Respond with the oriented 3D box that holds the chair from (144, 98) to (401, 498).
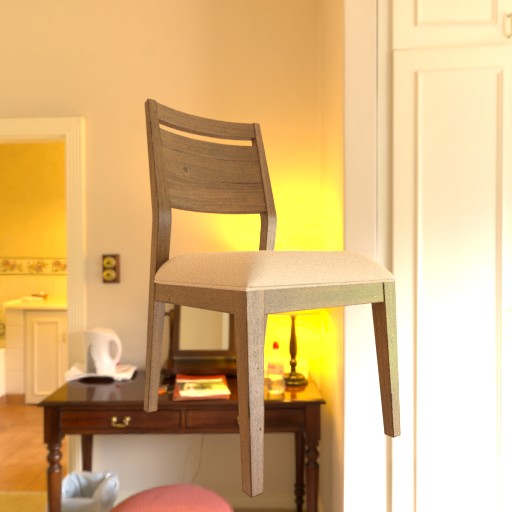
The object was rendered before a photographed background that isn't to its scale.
[{"bbox_3d":[0.000,0.000,1.253,0.497,0.939,0.610,0,0,-38],"label":"chair"}]
